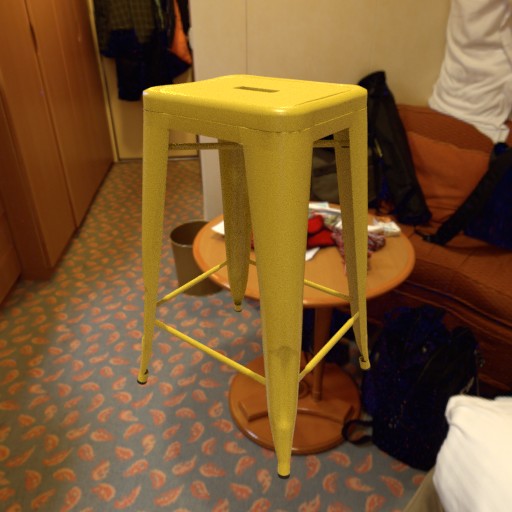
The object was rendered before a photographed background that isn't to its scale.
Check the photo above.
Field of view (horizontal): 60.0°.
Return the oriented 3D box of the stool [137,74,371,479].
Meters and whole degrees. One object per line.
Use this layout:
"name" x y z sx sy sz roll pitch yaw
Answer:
"stool" 0.000 0.000 0.849 0.399 0.609 0.359 20 34 31
